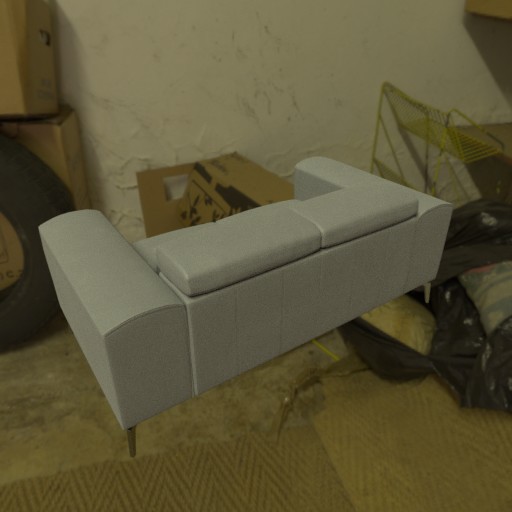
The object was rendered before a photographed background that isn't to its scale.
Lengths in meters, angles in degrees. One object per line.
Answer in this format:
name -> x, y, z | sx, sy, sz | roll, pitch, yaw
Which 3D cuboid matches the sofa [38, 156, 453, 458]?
sofa -> 0.000, 0.000, 2.344 | 1.895, 0.779, 1.003 | -19, 35, -29
